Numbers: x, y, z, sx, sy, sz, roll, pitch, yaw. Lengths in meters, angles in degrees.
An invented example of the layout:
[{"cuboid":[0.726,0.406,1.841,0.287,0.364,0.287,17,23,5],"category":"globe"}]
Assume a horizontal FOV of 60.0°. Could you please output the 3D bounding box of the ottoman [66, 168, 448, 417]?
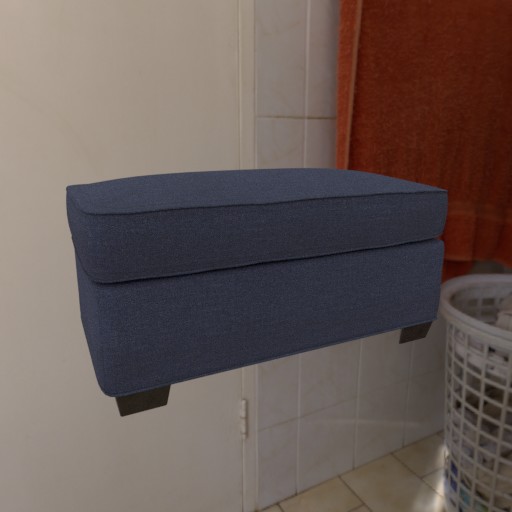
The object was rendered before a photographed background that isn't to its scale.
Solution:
[{"cuboid":[0.000,0.000,1.188,0.895,0.453,0.505,-7,17,-25],"category":"ottoman"}]
